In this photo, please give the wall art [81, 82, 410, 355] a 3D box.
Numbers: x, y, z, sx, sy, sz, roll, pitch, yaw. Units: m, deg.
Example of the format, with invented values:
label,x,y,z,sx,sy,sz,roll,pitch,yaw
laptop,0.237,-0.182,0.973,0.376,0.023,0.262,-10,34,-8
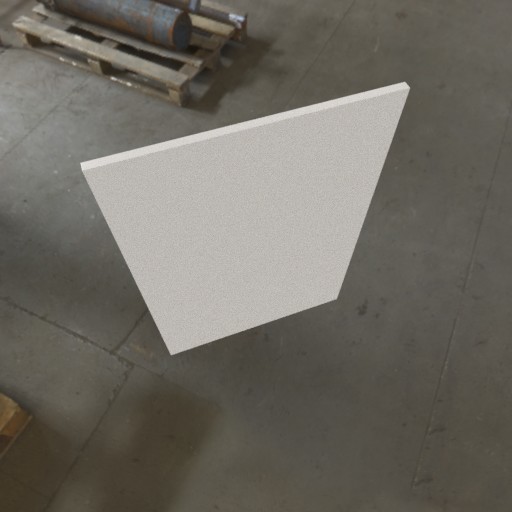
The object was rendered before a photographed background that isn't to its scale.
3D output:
label,x,y,z,sx,sy,sz,roll,pitch,yaw
wall art,0.000,0.000,0.618,0.325,0.474,0.010,-17,60,-10
